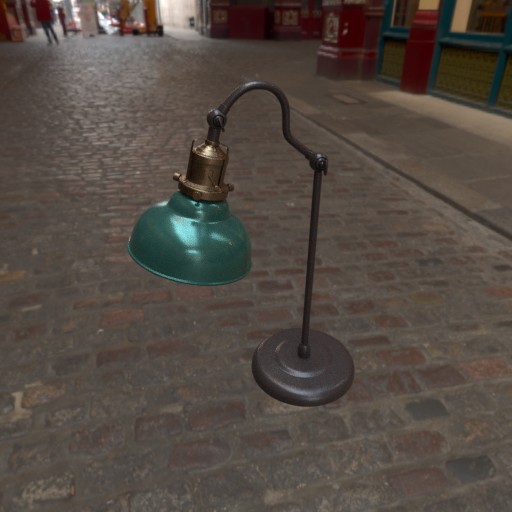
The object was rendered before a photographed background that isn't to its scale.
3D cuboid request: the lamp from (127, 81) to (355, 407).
[{"bbox_3d":[0.000,0.000,0.684,0.374,0.508,0.192,-8,31,-14],"label":"lamp"}]
